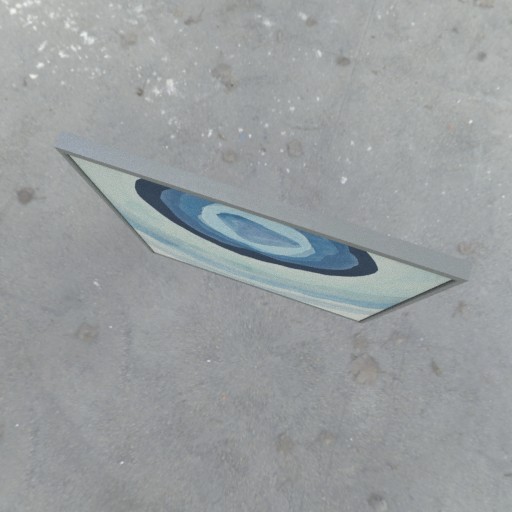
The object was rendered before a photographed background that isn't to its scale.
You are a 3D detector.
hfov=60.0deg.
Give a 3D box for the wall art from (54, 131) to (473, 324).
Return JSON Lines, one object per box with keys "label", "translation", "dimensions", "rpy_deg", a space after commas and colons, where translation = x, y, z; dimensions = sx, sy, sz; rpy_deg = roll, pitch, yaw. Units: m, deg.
{"label": "wall art", "translation": [0.000, 0.000, 1.212], "dimensions": [0.809, 0.807, 0.038], "rpy_deg": [18, 77, 5]}
